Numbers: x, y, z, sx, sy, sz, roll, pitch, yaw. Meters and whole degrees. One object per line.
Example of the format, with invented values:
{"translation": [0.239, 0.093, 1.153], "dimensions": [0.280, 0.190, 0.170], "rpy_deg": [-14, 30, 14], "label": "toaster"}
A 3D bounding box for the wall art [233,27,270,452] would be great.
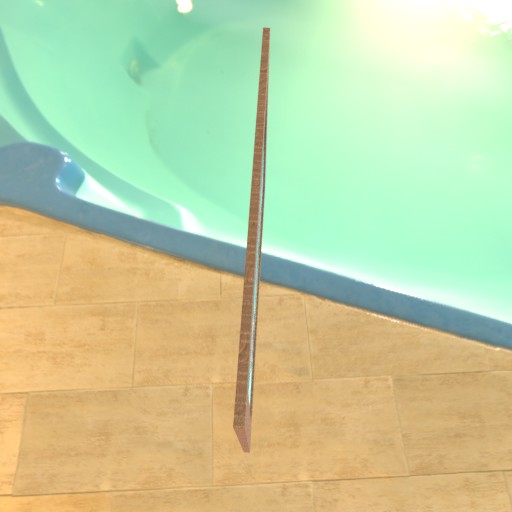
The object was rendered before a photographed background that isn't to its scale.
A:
{"translation": [0.000, 0.000, 1.346], "dimensions": [0.020, 0.761, 1.056], "rpy_deg": [3, 63, 1], "label": "wall art"}
